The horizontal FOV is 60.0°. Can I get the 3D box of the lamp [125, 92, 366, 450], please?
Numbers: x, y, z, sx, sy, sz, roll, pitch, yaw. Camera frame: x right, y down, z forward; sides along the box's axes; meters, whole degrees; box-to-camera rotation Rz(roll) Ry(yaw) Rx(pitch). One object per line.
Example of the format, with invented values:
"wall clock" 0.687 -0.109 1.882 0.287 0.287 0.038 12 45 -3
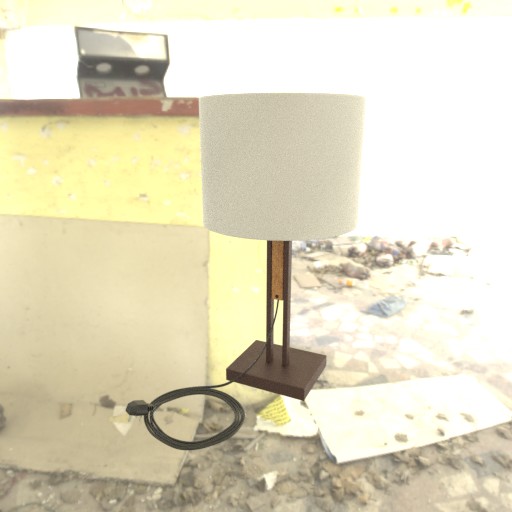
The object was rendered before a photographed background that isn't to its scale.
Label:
"lamp" 0.000 0.000 0.983 0.396 0.668 0.525 8 18 25
